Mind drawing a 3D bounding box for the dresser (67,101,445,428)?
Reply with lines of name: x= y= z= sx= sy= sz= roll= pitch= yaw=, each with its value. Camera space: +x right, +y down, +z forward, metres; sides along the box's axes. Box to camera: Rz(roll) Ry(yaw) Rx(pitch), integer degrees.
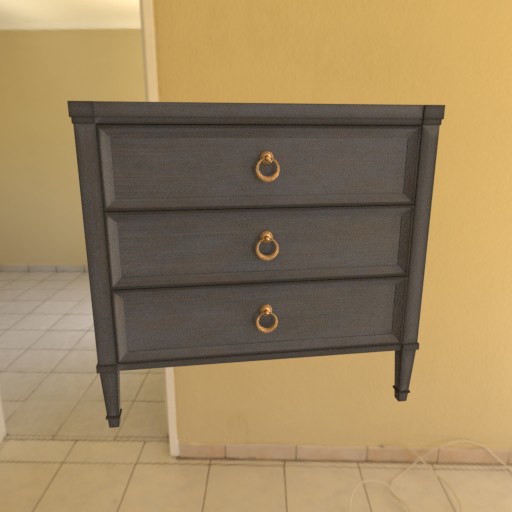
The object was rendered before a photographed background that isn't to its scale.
dresser: x=0.000 y=0.000 z=1.555 sx=1.049 sy=0.986 sz=0.463 roll=-2 pitch=15 yaw=-8
